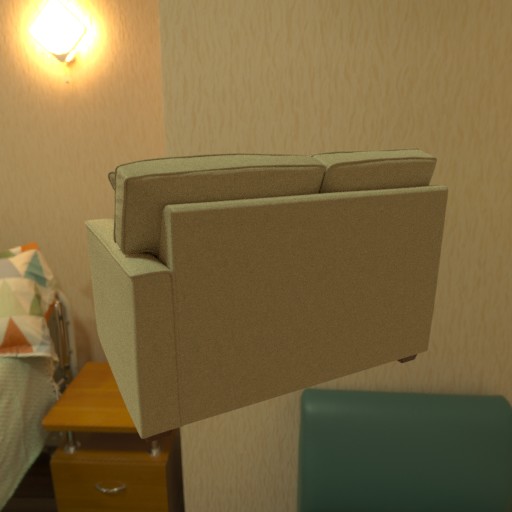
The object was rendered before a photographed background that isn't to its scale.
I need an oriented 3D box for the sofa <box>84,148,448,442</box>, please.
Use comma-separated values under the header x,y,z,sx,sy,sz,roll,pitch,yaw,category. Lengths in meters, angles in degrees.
x,y,z,sx,sy,sz,roll,pitch,yaw,category
0.000,0.000,2.085,1.388,0.989,0.991,-8,17,-26,sofa
